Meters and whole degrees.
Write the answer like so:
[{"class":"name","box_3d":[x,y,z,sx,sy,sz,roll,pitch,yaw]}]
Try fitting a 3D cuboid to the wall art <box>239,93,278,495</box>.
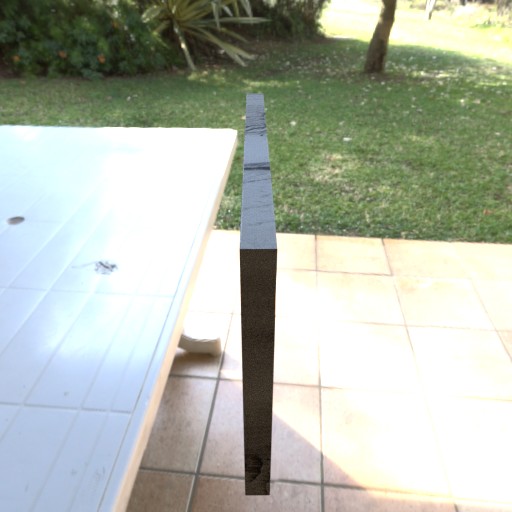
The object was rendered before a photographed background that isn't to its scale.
[{"class":"wall art","box_3d":[0.000,0.000,0.771,0.035,0.407,0.613,0,33,0]}]
